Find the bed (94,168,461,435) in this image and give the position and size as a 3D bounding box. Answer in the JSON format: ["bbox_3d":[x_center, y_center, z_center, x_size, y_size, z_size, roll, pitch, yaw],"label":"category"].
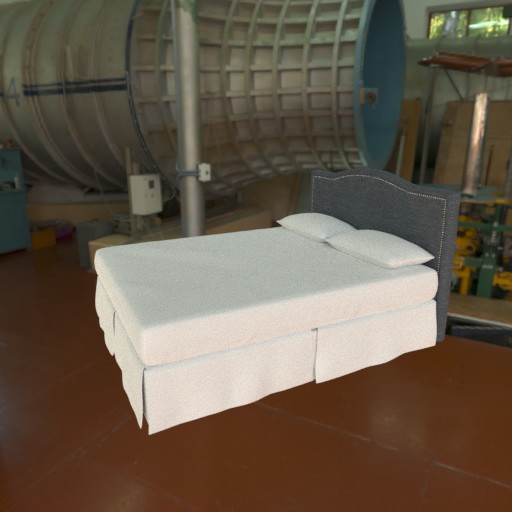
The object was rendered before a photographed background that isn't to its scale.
[{"bbox_3d":[0.000,0.000,4.046,2.689,1.457,2.161,-8,18,-26],"label":"bed"}]
